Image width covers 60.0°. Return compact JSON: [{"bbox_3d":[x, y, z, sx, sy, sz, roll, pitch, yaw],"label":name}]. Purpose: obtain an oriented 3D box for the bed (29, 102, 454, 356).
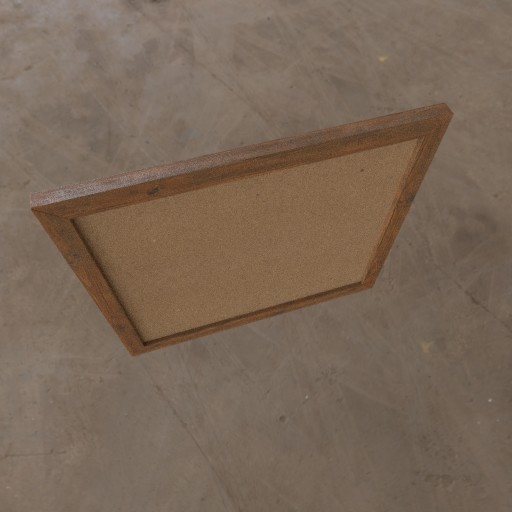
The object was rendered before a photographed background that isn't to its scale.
[{"bbox_3d":[0.000,0.000,1.458,1.046,0.942,0.046,-15,59,-9],"label":"bed"}]
